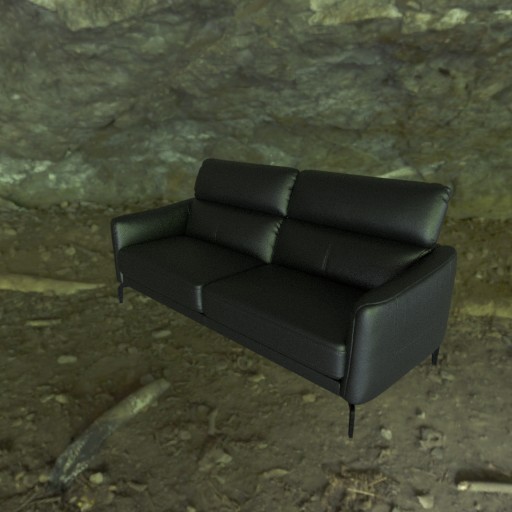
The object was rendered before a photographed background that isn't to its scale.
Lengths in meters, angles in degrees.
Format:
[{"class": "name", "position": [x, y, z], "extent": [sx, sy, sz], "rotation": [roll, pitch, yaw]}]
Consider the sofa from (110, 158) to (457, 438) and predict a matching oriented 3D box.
[{"class": "sofa", "position": [0.000, 0.000, 2.599], "extent": [0.856, 0.957, 2.069], "rotation": [-17, 25, -42]}]
